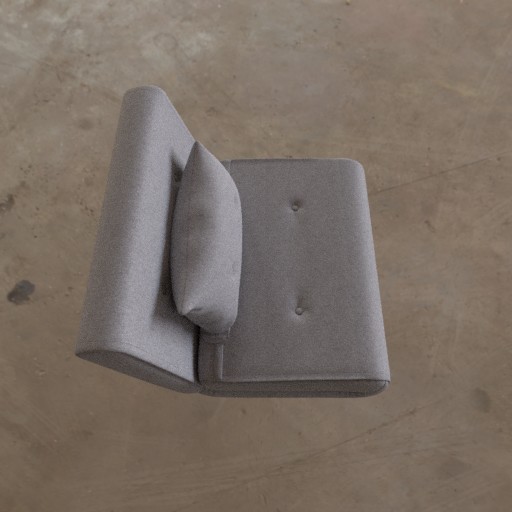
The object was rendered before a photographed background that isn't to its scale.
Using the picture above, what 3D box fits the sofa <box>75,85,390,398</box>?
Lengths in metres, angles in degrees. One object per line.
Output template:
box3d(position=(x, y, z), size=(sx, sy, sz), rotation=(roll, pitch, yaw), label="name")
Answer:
box3d(position=(0.000, 0.000, 1.762), size=(1.000, 0.825, 1.020), rotation=(0, 64, 0), label="sofa")
